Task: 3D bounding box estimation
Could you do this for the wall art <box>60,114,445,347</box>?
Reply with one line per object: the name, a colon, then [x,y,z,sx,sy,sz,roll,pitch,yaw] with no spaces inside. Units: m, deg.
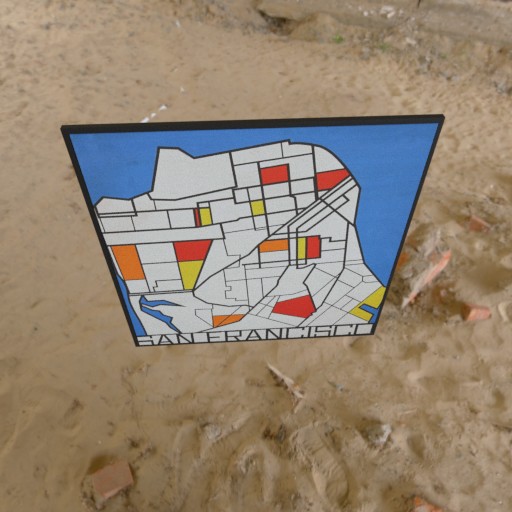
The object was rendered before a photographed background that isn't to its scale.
wall art: [0.000,0.000,1.002,0.664,0.663,0.015,-2,45,-2]
